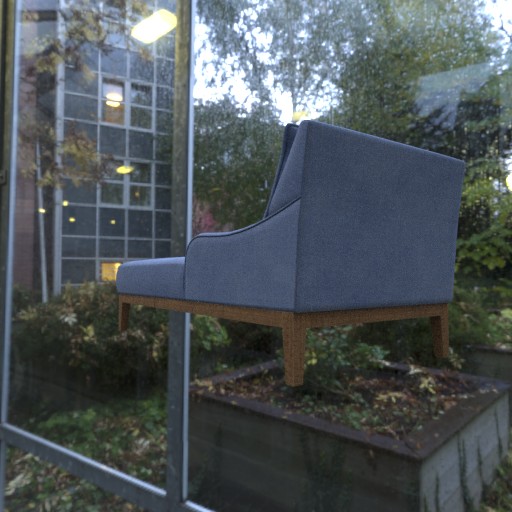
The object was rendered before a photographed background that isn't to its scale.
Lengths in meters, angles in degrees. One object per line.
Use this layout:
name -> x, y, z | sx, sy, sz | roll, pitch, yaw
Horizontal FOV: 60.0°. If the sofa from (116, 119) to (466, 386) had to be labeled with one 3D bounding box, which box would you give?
sofa -> 0.000, 0.000, 2.294 | 0.904, 0.883, 1.779 | 2, -3, -35
